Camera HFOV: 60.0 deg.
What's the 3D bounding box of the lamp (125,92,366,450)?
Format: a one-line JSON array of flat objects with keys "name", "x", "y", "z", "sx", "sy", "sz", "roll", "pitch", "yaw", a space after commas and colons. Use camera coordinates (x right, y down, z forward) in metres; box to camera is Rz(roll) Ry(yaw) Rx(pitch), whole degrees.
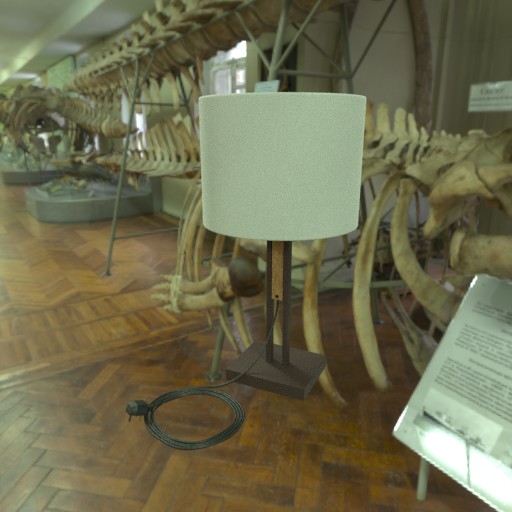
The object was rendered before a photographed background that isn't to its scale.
[{"name": "lamp", "x": 0.000, "y": 0.000, "z": 0.983, "sx": 0.396, "sy": 0.668, "sz": 0.525, "roll": 8, "pitch": 18, "yaw": 25}]
